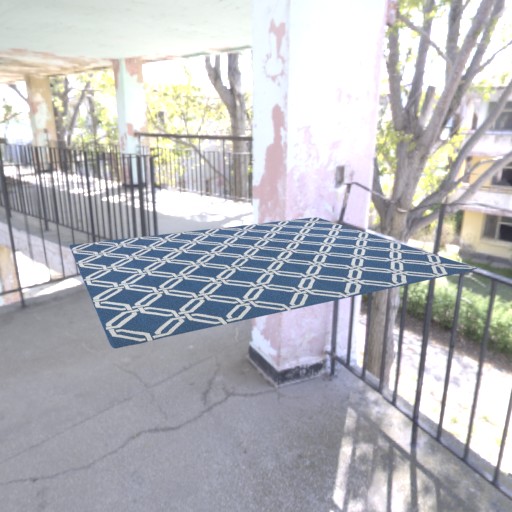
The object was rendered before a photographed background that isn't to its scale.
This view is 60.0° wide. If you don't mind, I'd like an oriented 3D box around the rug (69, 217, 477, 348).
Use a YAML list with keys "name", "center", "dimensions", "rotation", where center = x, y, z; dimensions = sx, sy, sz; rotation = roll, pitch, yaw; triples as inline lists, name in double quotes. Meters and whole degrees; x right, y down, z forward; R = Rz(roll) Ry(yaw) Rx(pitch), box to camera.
- name: "rug"
  center: [0.000, 0.000, 3.908]
  dimensions: [2.867, 0.020, 2.277]
  rotation: [-9, 19, -26]
